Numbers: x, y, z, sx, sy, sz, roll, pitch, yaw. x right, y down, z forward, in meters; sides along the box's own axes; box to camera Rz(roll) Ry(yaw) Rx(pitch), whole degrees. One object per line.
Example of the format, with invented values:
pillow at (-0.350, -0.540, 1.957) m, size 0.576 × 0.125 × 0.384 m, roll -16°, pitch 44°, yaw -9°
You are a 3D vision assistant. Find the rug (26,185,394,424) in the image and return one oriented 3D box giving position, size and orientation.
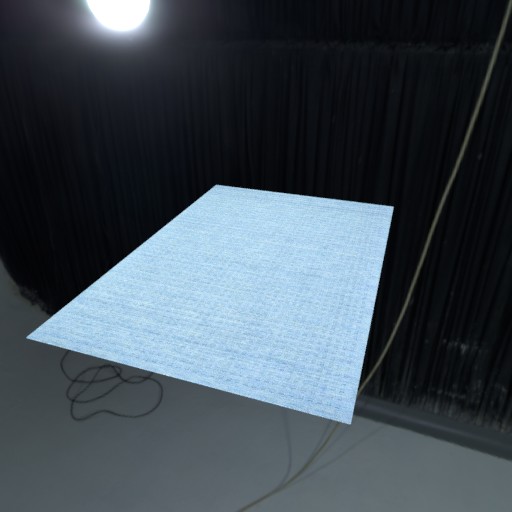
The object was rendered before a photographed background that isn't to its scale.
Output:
rug at (0.000, 0.000, 3.636) m, size 1.982 × 0.006 × 2.895 m, roll 10°, pitch 30°, yaw 17°
